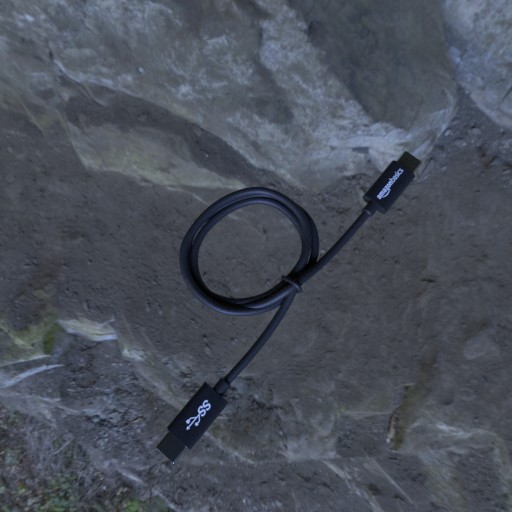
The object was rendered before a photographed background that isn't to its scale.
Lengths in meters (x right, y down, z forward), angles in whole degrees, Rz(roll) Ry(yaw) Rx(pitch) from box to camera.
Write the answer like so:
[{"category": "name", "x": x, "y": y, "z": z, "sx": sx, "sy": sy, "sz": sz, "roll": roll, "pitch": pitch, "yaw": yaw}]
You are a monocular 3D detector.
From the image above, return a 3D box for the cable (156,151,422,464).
[{"category": "cable", "x": 0.000, "y": 0.000, "z": 0.211, "sx": 0.070, "sy": 0.014, "sz": 0.186, "roll": 39, "pitch": 78, "yaw": 9}]
